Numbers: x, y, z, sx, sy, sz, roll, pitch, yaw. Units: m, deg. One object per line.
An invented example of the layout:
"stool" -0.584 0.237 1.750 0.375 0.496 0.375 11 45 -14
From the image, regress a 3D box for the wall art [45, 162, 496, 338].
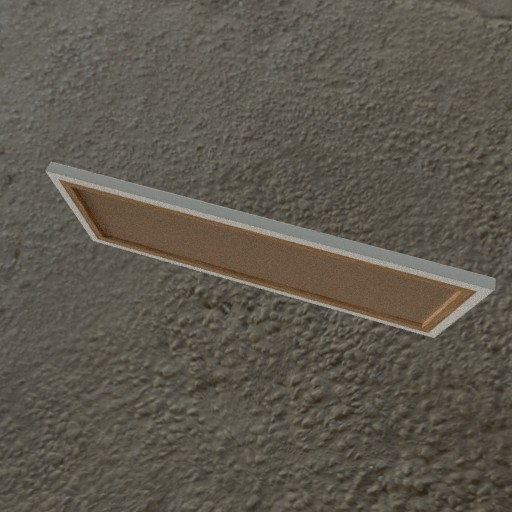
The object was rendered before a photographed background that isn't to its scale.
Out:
"wall art" 0.000 0.000 1.673 1.520 0.507 0.044 15 64 8
